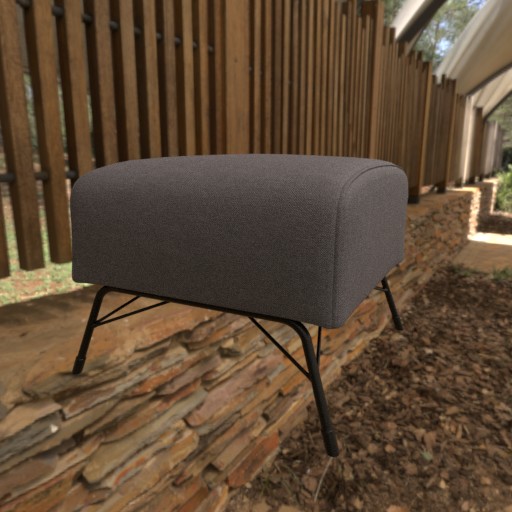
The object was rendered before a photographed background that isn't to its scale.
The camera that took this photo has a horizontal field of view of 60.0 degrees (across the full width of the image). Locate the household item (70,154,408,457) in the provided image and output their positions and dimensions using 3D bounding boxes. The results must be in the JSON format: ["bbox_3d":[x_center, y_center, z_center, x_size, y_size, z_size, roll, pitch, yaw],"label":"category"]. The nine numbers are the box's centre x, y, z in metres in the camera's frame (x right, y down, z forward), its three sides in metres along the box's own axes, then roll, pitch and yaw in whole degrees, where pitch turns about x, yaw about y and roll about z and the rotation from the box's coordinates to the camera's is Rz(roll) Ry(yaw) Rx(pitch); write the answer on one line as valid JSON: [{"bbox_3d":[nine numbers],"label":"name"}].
[{"bbox_3d":[0.000,0.000,0.913,0.530,0.410,0.530,7,14,27],"label":"household item"}]
